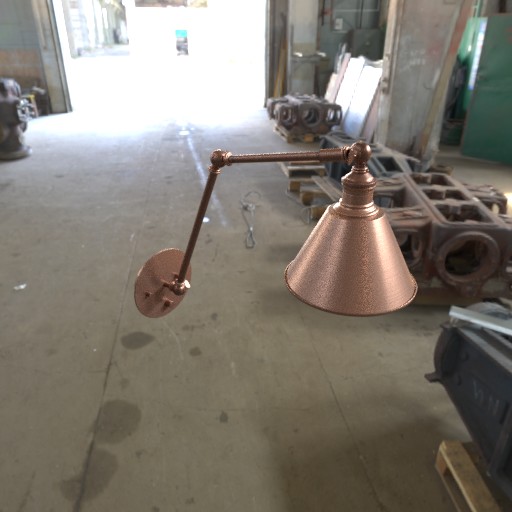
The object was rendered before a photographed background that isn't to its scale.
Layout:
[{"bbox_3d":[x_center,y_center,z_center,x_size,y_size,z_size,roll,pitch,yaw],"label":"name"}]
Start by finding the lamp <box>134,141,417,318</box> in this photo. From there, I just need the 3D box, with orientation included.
[{"bbox_3d":[0.000,0.000,0.881,0.624,0.502,0.223,19,32,32],"label":"lamp"}]
